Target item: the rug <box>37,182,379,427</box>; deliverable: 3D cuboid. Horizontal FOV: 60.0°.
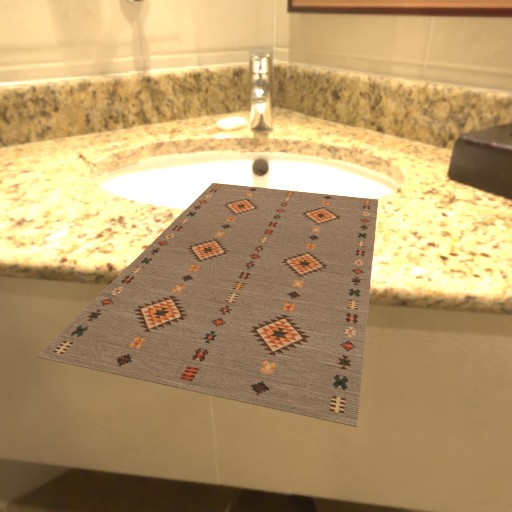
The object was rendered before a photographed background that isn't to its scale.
[{"bbox_3d":[0.000,0.000,2.967,1.515,0.007,2.427,8,31,13],"label":"rug"}]
